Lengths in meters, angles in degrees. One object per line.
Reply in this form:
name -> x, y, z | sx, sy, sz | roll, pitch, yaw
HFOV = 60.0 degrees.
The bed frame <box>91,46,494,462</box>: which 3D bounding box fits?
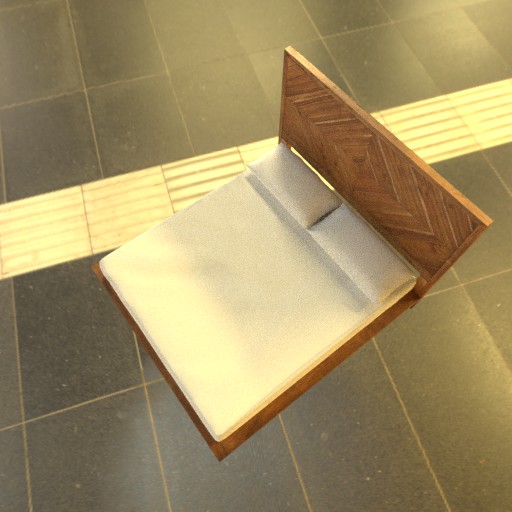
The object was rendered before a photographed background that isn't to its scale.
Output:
bed frame -> 0.000, 0.000, 3.550 | 2.235, 1.537, 2.038 | -34, 68, -16
